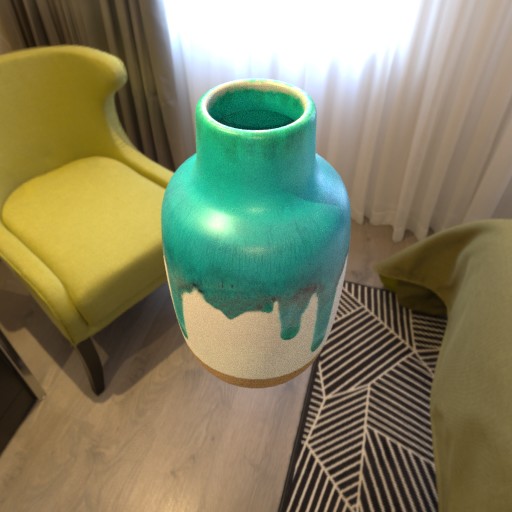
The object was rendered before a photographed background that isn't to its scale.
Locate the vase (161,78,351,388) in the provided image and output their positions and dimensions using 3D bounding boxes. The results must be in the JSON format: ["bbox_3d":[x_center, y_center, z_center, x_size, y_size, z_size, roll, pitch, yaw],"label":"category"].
[{"bbox_3d":[0.000,0.000,0.262,0.106,0.192,0.106,0,46,0],"label":"vase"}]
